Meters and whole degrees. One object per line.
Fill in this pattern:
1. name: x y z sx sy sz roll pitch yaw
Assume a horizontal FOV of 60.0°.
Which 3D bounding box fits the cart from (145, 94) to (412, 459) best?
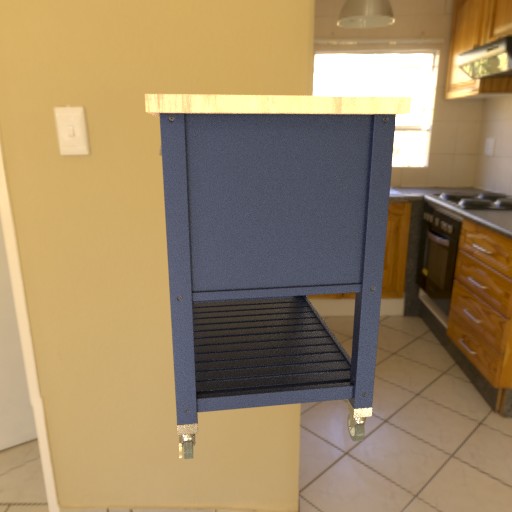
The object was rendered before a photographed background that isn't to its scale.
1. cart: 0.000 0.000 1.429 0.567 0.920 0.797 -2 16 -8
